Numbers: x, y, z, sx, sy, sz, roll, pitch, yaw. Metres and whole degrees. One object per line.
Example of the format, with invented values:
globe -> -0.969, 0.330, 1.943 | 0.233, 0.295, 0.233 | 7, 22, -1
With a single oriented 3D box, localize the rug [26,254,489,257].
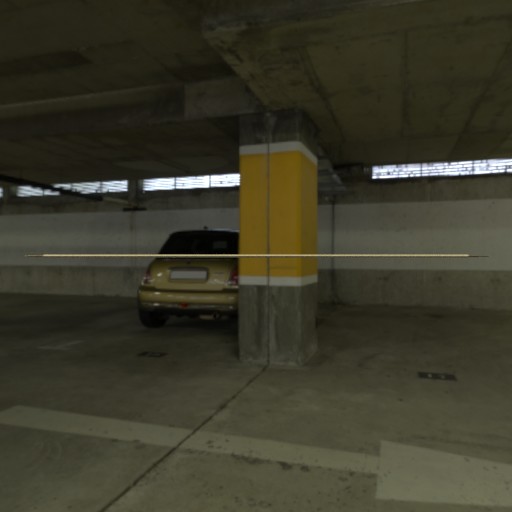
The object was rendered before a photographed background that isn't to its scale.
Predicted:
rug -> 0.000, 0.000, 2.670 | 2.438, 0.021, 0.729 | 0, 0, 0
